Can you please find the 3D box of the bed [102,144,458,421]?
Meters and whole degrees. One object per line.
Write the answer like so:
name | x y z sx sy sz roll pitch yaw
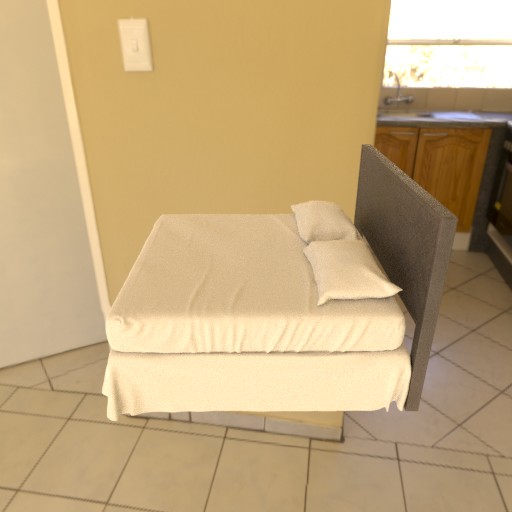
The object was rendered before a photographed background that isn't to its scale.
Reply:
bed | 0.000 0.000 2.938 1.785 1.142 1.772 0 26 0
